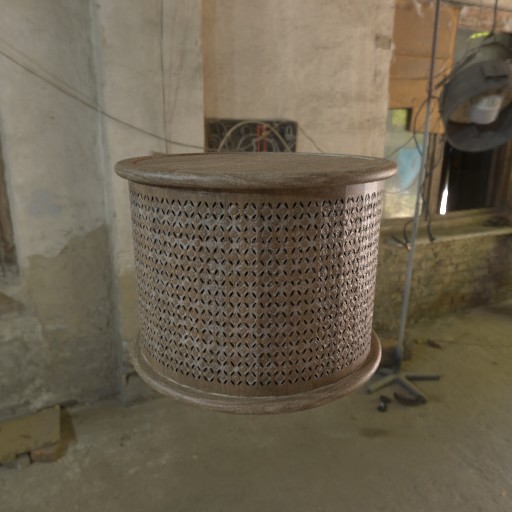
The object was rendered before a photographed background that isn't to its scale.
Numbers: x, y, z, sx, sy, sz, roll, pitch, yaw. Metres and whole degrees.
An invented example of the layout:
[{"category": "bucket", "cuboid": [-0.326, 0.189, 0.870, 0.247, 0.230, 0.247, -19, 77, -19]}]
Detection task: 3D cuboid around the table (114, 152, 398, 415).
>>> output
[{"category": "table", "cuboid": [0.000, 0.000, 1.052, 0.607, 0.450, 0.607, 0, 16, 0]}]
